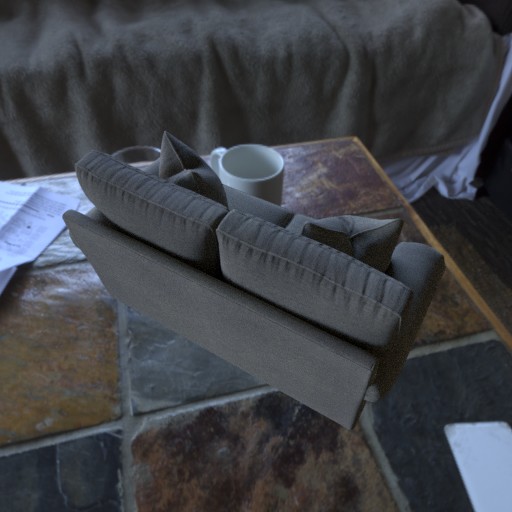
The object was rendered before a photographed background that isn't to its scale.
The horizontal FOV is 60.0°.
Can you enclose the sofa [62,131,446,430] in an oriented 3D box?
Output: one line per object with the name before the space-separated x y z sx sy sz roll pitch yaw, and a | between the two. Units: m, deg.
sofa | 0.000 0.000 2.266 1.701 0.966 0.966 24 52 21
